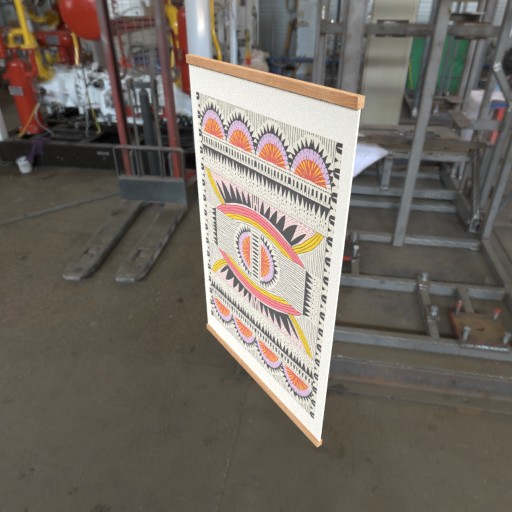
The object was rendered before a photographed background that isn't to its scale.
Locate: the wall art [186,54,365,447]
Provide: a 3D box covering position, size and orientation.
[{"bbox_3d":[0.000,0.000,1.963,0.028,1.533,0.999,-21,37,-29],"label":"wall art"}]
